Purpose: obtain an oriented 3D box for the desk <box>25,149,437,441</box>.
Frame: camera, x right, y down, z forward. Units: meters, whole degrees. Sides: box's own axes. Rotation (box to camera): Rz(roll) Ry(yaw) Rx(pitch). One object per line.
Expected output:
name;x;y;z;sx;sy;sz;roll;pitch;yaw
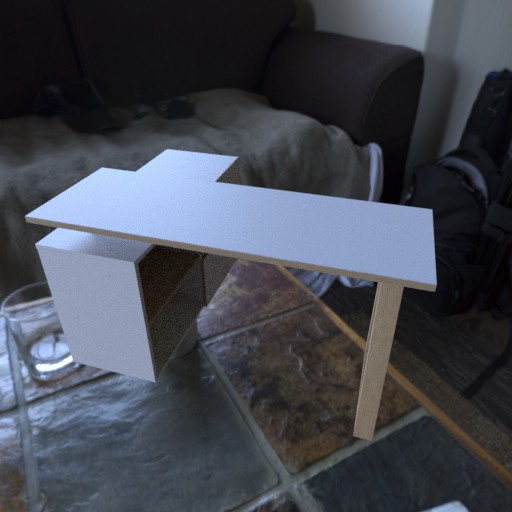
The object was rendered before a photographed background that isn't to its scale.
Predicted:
desk;0.000;0.000;2.066;1.404;0.755;1.098;9;34;14
